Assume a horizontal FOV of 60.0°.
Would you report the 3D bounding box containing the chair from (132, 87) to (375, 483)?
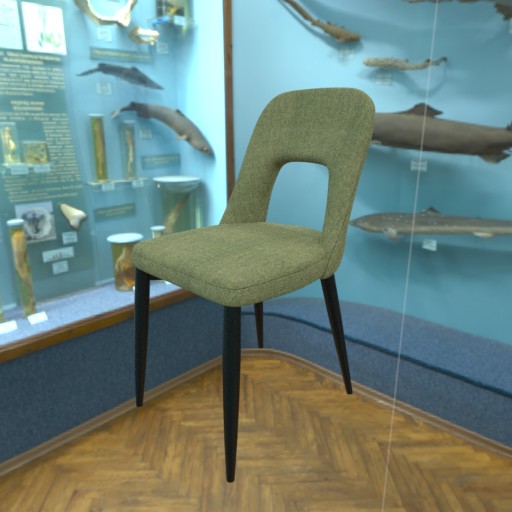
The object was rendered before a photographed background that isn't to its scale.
[{"bbox_3d":[0.000,0.000,1.277,0.612,0.931,0.470,-16,24,-42],"label":"chair"}]
